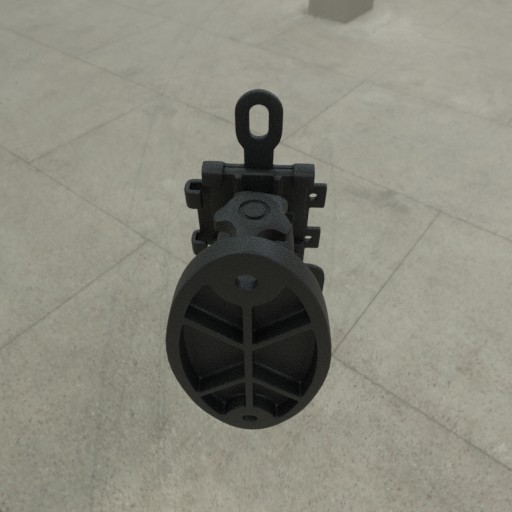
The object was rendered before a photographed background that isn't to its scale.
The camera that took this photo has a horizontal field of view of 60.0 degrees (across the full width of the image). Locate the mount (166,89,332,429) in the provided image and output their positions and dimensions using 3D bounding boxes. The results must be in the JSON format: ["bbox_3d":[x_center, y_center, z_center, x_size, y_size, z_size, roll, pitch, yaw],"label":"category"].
[{"bbox_3d":[0.000,0.000,0.179,0.066,0.118,0.100,2,47,2],"label":"mount"}]
